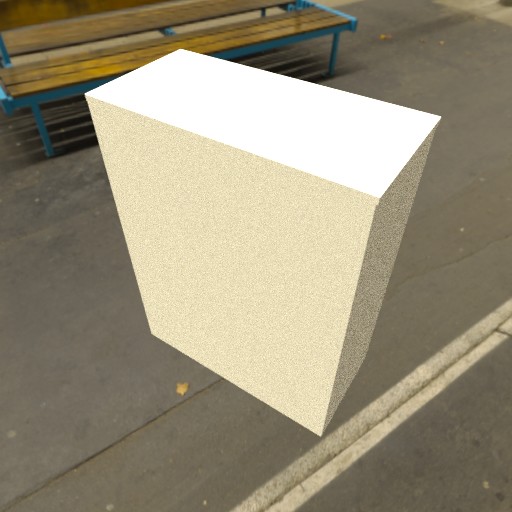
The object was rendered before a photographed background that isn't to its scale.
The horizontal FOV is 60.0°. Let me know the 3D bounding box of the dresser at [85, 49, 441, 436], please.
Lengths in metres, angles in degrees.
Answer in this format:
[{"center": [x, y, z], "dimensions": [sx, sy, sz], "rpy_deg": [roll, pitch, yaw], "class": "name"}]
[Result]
[{"center": [0.000, 0.000, 1.454], "dimensions": [0.800, 1.040, 0.380], "rpy_deg": [25, 49, 23], "class": "dresser"}]
